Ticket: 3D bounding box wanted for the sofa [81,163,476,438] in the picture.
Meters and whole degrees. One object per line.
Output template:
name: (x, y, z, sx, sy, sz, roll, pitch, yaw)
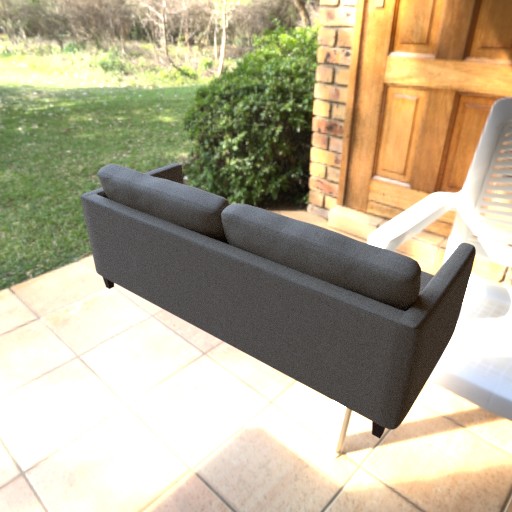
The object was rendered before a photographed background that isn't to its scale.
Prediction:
sofa: (0.000, 0.000, 2.911, 2.434, 0.965, 0.951, 21, 36, 32)
